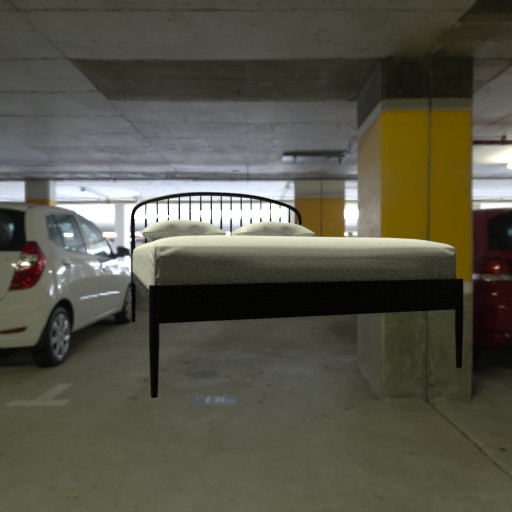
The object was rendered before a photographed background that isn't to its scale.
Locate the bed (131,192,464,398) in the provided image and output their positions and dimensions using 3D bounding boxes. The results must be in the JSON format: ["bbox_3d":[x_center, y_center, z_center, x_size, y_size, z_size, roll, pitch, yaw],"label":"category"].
[{"bbox_3d":[0.000,0.000,3.103,1.618,1.166,2.159,0,0,-18],"label":"bed"}]
